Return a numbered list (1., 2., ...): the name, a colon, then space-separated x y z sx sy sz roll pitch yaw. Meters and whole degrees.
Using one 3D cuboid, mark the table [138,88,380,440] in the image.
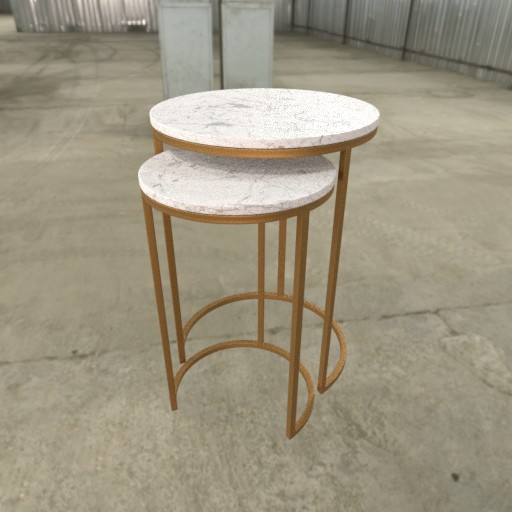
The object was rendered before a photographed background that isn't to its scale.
1. table: 0.000 0.000 0.884 0.400 0.550 0.507 8 31 14
